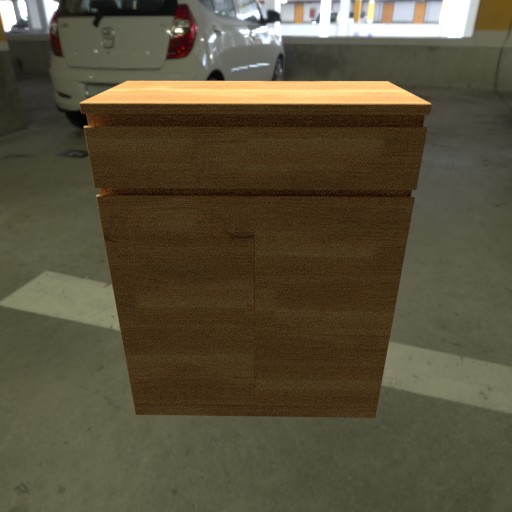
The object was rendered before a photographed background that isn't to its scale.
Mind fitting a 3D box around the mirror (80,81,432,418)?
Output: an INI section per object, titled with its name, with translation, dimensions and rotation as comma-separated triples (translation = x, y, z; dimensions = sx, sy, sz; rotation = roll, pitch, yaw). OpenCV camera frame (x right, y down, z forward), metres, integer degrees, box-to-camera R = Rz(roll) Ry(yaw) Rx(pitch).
[mirror]
translation = 0.000, 0.000, 1.416
dimensions = 0.800, 1.000, 0.400
rotation = 0, 28, 1
